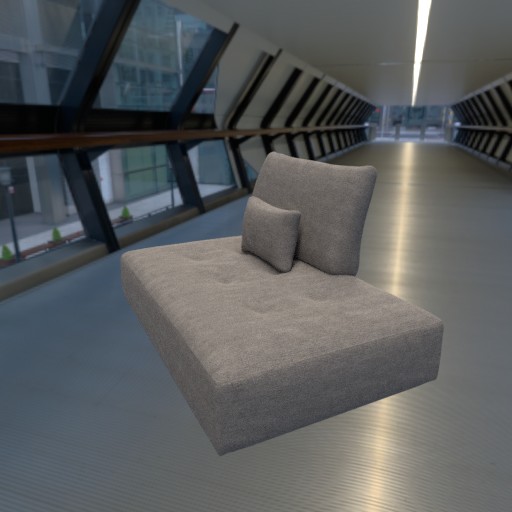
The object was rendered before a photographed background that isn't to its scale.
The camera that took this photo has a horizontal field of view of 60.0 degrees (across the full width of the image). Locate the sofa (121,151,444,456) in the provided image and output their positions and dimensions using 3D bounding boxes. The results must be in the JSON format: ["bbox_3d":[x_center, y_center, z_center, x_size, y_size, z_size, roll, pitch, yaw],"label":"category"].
[{"bbox_3d":[0.000,0.000,2.044,1.002,0.820,1.450,-9,20,-26],"label":"sofa"}]
